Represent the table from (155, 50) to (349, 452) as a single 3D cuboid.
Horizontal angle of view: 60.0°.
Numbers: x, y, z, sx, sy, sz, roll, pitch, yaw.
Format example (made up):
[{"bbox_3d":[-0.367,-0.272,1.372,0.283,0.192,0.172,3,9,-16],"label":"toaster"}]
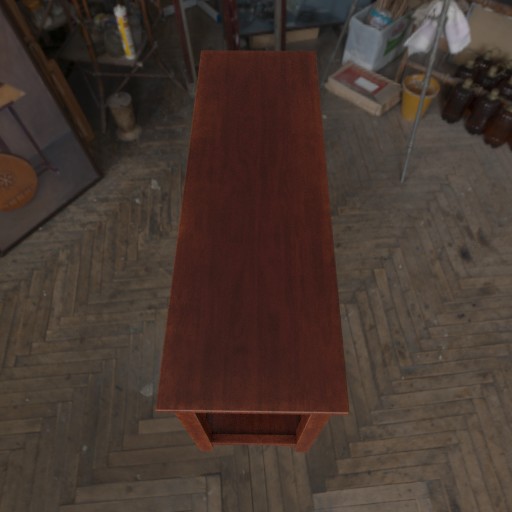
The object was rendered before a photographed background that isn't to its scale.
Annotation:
[{"bbox_3d":[0.000,0.000,1.511,0.392,0.739,1.188,1,58,0],"label":"table"}]
